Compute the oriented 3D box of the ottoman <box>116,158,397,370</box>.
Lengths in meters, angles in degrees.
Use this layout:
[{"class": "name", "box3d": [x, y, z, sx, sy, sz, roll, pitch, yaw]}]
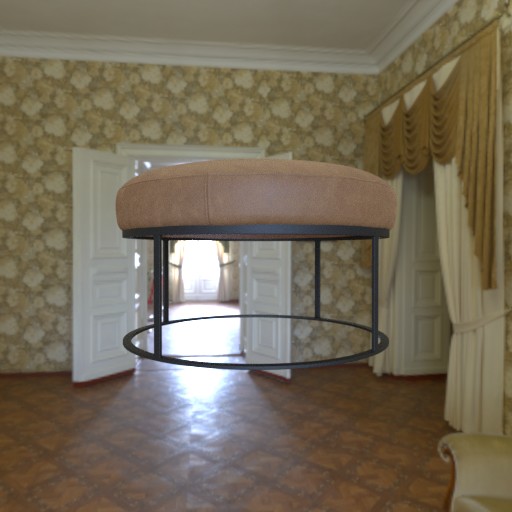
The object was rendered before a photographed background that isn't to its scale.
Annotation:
[{"class": "ottoman", "box3d": [0.000, 0.000, 1.276, 0.771, 0.460, 0.771, 0, 1, 0]}]
